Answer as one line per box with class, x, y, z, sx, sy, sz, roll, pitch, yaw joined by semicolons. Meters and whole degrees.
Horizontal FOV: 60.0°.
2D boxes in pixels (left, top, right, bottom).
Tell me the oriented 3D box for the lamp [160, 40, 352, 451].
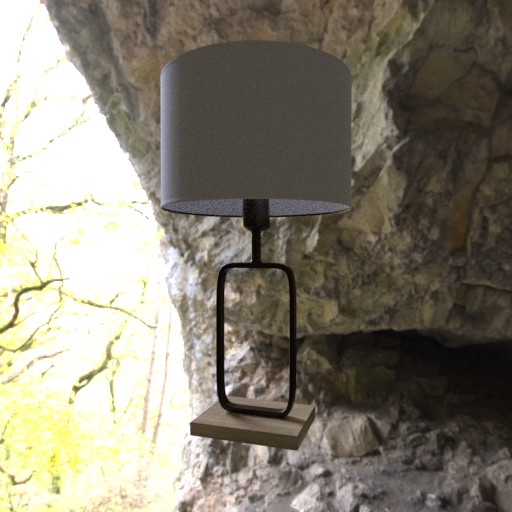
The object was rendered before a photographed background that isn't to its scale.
lamp;0.000;0.000;0.661;0.279;0.508;0.279;0;0;18
